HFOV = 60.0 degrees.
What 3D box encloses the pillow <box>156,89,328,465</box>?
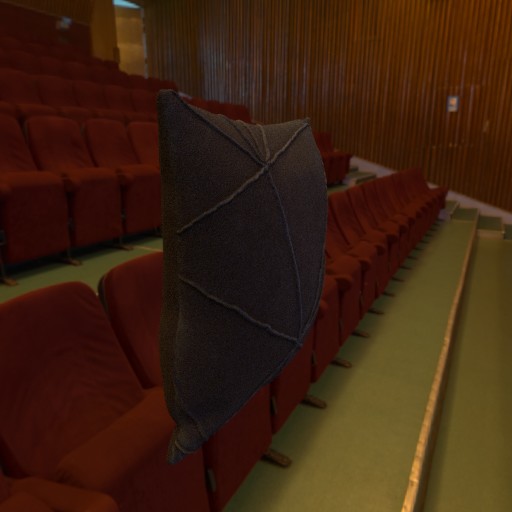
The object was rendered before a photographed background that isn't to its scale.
[{"bbox_3d":[0.000,0.000,0.677,0.183,0.440,0.439,7,16,26],"label":"pillow"}]
